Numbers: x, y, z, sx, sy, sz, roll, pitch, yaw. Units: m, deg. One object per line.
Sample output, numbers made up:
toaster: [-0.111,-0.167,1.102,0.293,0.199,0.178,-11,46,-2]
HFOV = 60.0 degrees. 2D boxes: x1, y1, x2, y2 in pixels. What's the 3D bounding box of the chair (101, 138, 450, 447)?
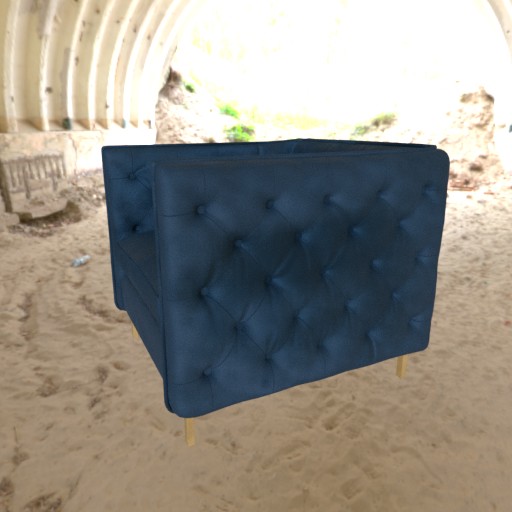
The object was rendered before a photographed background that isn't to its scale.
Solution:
chair: [0.000,0.000,1.546,0.877,0.771,0.868,-8,18,-25]
